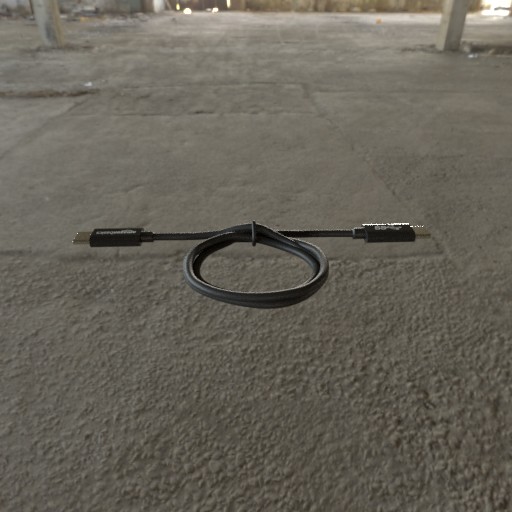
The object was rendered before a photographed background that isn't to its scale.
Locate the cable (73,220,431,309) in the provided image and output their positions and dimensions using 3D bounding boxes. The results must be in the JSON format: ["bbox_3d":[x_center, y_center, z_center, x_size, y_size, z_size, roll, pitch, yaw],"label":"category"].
[{"bbox_3d":[0.000,0.000,0.210,0.186,0.014,0.070,-1,31,-2],"label":"cable"}]
